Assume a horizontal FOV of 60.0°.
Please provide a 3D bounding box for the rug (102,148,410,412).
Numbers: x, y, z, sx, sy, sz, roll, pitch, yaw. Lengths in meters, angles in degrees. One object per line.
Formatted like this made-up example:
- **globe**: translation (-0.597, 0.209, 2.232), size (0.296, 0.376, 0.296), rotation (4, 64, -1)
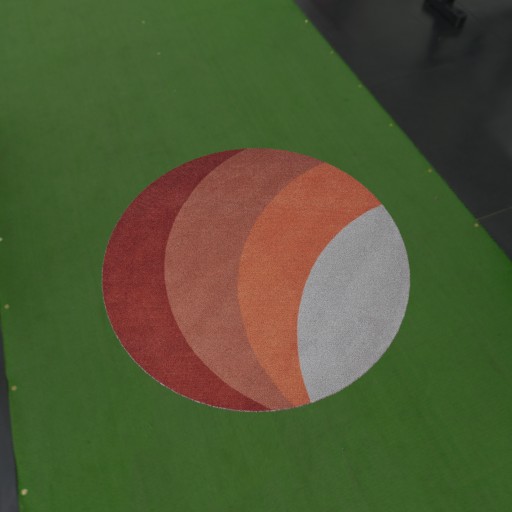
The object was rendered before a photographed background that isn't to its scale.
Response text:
- **rug**: translation (0.000, 0.000, 2.216), size (1.514, 0.015, 1.514), rotation (0, 57, 0)
